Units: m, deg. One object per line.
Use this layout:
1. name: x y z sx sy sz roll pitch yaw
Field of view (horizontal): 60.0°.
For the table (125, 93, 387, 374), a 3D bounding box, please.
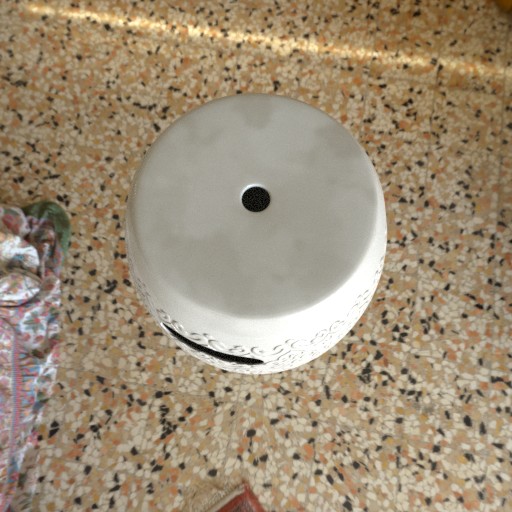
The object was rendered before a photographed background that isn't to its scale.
1. table: 0.000 0.000 0.600 0.309 0.397 0.309 0 74 0
